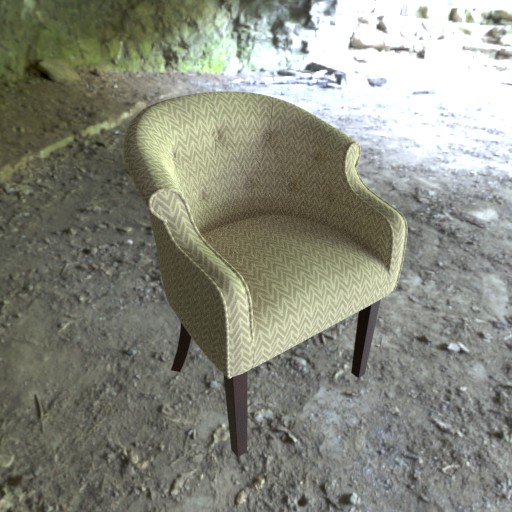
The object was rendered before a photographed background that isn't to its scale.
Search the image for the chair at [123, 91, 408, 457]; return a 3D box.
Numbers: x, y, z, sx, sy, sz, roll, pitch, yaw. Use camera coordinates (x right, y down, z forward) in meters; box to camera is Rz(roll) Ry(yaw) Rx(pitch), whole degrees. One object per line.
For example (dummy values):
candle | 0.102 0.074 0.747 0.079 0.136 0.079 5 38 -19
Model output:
chair | 0.000 0.000 1.322 0.686 0.858 0.613 -21 36 -32
